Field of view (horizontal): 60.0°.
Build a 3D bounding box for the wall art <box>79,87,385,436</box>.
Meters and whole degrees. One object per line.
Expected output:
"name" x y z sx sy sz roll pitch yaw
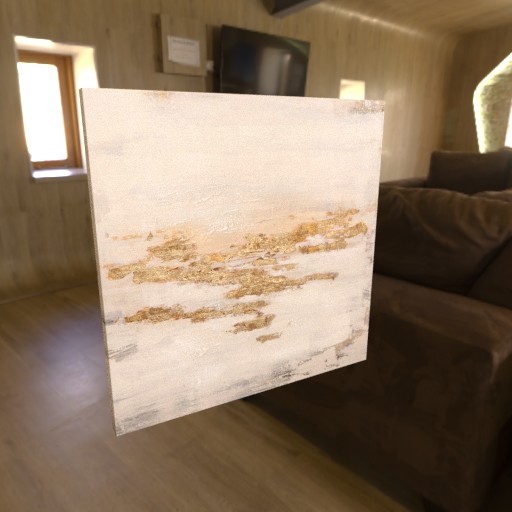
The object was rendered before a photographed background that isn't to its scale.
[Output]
"wall art" 0.000 0.000 1.107 0.753 0.755 0.038 -8 18 -27
